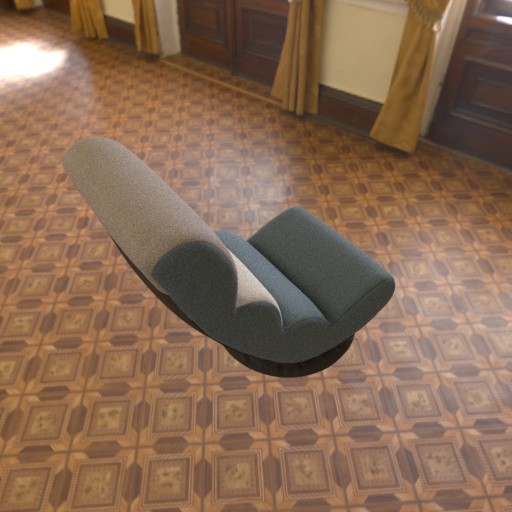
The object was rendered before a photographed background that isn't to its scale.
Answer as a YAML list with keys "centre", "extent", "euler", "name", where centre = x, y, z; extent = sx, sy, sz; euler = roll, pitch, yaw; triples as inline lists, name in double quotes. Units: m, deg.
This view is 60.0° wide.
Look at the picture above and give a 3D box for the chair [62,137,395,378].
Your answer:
- centre: [0.000, 0.000, 1.061]
  extent: [0.661, 0.641, 0.420]
  euler: [-26, 49, -25]
  name: "chair"
